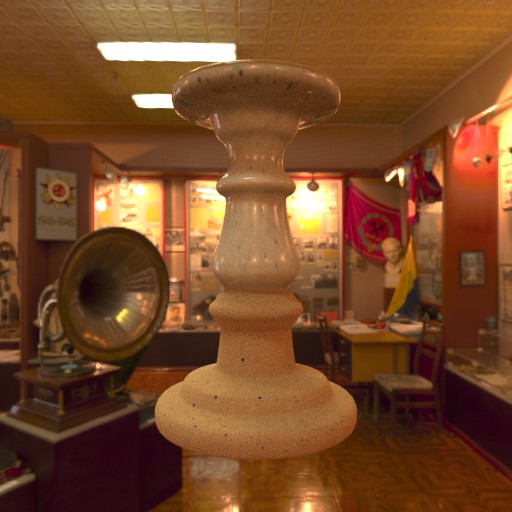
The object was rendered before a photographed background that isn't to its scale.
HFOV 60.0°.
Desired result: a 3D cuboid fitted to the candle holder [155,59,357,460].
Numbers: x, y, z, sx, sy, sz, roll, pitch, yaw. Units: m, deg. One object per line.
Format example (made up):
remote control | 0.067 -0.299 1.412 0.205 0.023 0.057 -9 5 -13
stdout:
candle holder | 0.000 0.000 0.276 0.123 0.202 0.123 0 0 0
